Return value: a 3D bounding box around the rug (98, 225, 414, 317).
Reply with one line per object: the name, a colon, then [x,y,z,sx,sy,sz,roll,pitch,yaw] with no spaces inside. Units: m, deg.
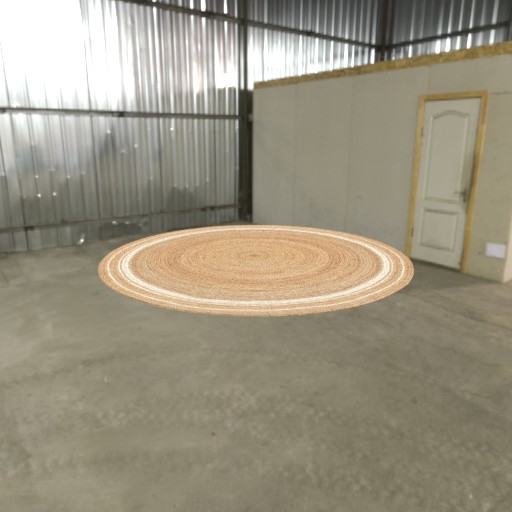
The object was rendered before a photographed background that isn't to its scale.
rug: [0.000,0.000,3.626,2.444,0.015,2.444,0,16,0]
